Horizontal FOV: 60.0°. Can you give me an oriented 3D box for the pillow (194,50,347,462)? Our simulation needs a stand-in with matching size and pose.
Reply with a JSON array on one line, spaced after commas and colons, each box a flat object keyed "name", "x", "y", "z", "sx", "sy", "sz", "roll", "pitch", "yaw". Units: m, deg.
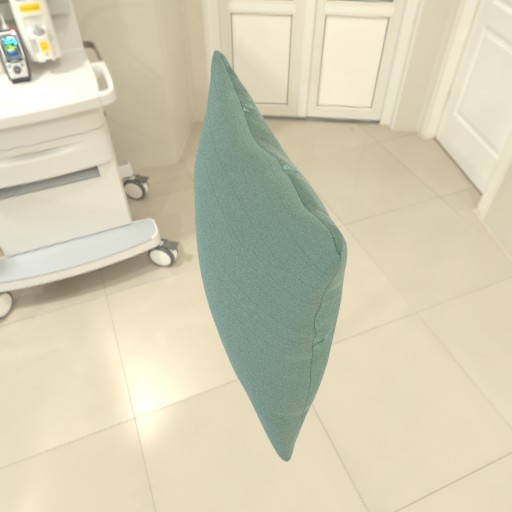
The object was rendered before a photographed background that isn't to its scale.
[{"name": "pillow", "x": 0.000, "y": 0.000, "z": 0.691, "sx": 0.175, "sy": 0.464, "sz": 0.470, "roll": -11, "pitch": 47, "yaw": -11}]
